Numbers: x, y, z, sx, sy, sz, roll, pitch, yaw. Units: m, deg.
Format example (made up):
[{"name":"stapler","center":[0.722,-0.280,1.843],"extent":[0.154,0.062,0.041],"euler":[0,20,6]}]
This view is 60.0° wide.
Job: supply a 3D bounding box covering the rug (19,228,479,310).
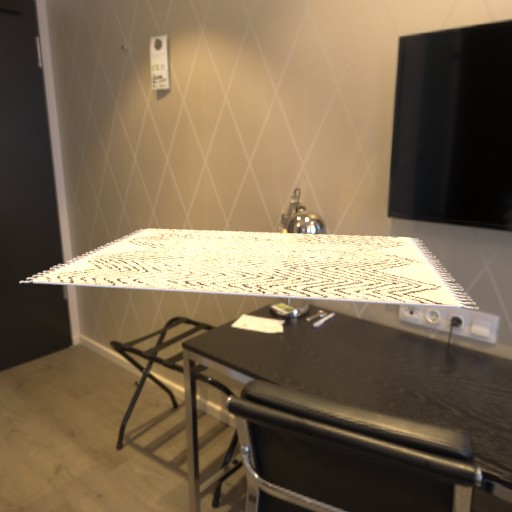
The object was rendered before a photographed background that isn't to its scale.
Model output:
[{"name":"rug","center":[0.000,0.000,2.302],"extent":[1.847,0.014,1.230],"euler":[2,14,10]}]
